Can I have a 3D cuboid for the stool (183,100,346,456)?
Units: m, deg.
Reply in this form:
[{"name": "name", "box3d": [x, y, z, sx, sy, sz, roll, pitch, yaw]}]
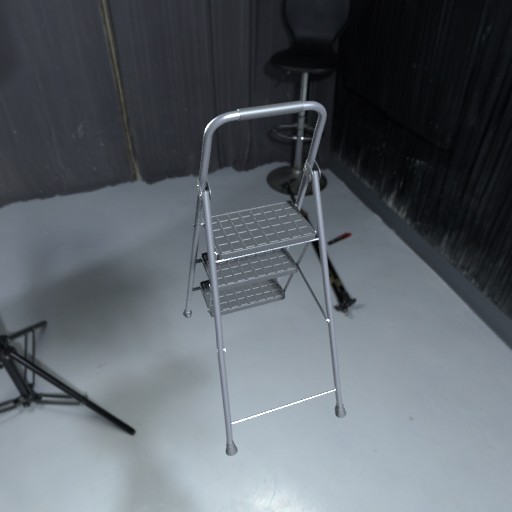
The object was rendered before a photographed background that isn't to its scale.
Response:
[{"name": "stool", "box3d": [0.000, 0.000, 1.513, 0.473, 1.121, 0.733, -13, 41, -15]}]
